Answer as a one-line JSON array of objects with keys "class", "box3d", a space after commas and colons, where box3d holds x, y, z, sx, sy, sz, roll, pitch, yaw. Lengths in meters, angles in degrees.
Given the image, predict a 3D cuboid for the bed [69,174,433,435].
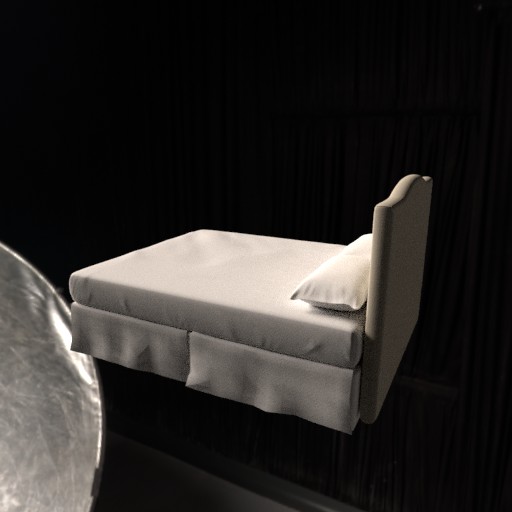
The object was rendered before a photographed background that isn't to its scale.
[{"class": "bed", "box3d": [0.000, 0.000, 3.717, 2.477, 1.437, 1.977, 8, 18, 26]}]
